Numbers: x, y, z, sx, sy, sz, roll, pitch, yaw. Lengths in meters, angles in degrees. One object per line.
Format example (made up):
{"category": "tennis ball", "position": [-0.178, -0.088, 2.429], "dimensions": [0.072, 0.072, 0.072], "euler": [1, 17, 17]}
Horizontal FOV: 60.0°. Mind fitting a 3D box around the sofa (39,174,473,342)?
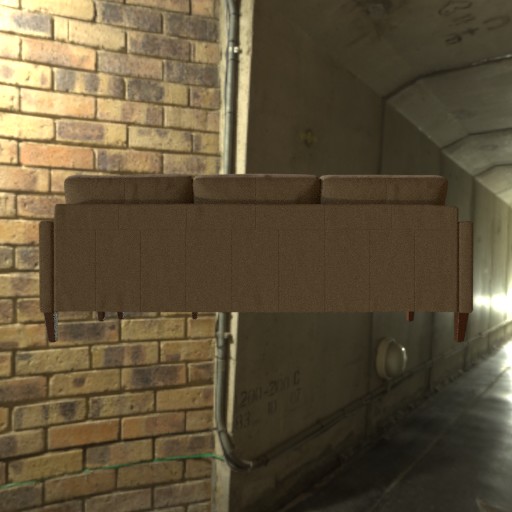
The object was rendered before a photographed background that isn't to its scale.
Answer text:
{"category": "sofa", "position": [0.000, 0.000, 2.945], "dimensions": [2.178, 0.875, 1.506], "euler": [0, 0, 0]}
